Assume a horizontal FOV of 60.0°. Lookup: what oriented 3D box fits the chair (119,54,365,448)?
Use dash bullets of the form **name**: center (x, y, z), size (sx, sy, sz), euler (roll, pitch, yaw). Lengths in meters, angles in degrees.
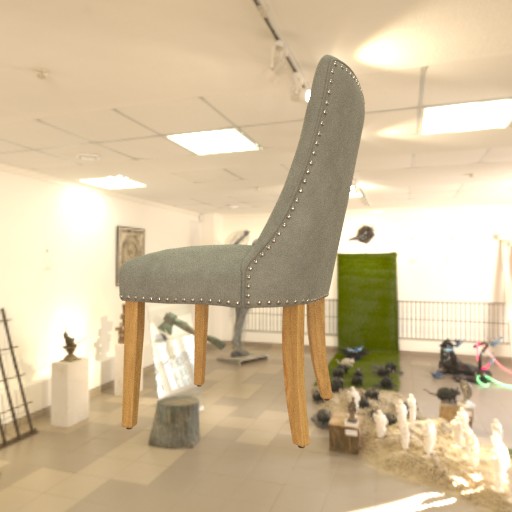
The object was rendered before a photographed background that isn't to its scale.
- **chair**: center (0.000, 0.000, 1.276), size (0.610, 0.902, 0.495), euler (0, -1, 18)
